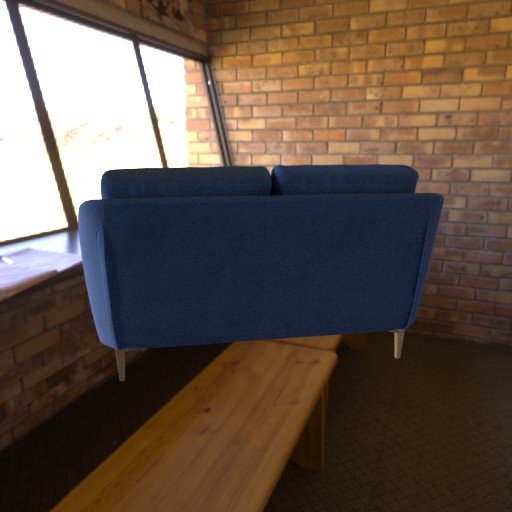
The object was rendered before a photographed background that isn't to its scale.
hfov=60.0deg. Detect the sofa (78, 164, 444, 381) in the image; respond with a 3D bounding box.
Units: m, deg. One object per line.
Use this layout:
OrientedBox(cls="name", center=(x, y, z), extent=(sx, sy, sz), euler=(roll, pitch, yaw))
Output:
OrientedBox(cls="sofa", center=(0.000, 0.000, 2.189), extent=(1.619, 0.902, 0.960), euler=(-2, 14, -9))
